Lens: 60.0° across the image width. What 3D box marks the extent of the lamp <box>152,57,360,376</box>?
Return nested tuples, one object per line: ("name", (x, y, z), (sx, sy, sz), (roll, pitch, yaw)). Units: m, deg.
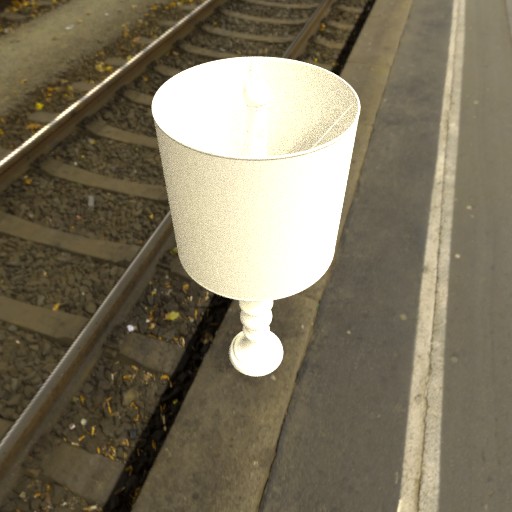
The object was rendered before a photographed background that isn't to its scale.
("lamp", (0.000, 0.000, 0.738), (0.250, 0.597, 0.250), (-2, 46, -2))
